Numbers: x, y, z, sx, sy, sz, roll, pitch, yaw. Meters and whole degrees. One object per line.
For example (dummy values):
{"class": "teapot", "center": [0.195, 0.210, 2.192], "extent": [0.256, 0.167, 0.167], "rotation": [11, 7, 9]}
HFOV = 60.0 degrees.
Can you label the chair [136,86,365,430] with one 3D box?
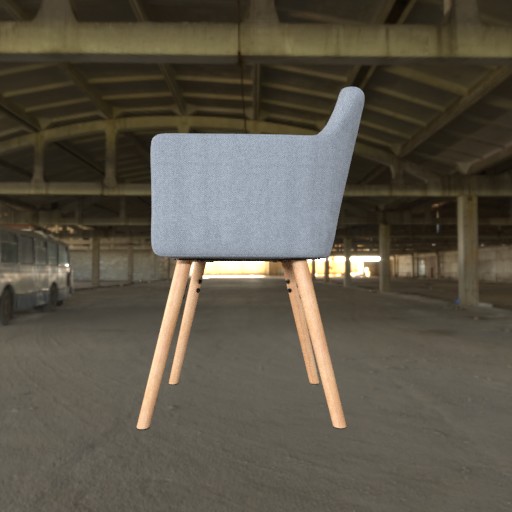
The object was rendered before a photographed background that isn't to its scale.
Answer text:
{"class": "chair", "center": [0.000, 0.000, 1.192], "extent": [0.540, 0.780, 0.570], "rotation": [0, -1, -1]}
